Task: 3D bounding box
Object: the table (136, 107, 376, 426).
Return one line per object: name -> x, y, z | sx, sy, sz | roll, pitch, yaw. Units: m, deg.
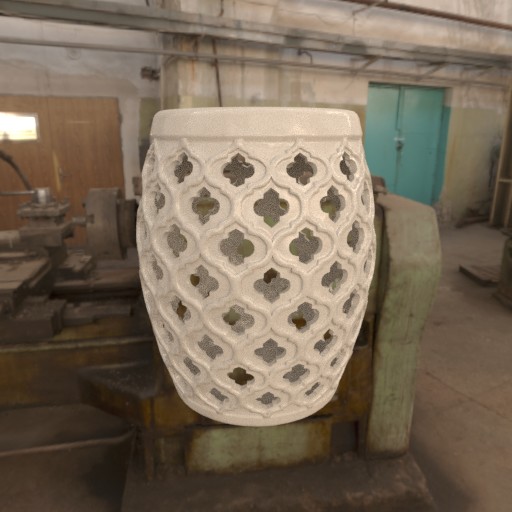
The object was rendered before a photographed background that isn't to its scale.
table -> 0.000, 0.000, 0.628 | 0.325, 0.388, 0.325 | 0, 16, 0
